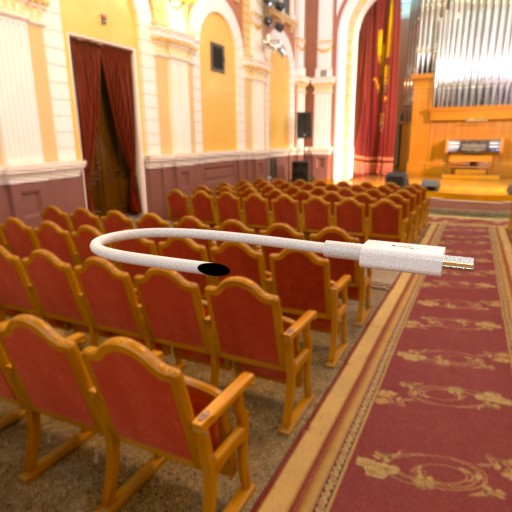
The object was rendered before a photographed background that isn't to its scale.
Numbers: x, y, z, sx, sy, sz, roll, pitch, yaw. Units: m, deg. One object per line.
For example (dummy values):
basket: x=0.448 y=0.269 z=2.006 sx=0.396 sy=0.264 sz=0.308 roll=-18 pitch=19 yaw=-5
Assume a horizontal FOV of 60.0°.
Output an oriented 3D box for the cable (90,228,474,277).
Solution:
cable: x=0.000 y=0.000 z=0.111 sx=0.098 sy=0.006 sz=0.040 roll=7 pitch=17 yaw=25
